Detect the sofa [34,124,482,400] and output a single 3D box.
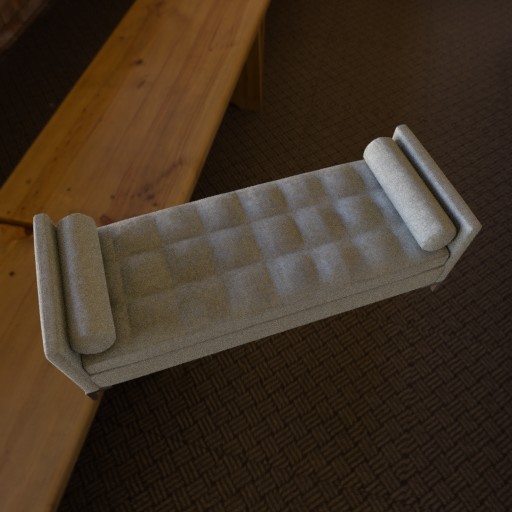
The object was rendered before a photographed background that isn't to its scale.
[{"bbox_3d":[0.000,0.000,2.444,2.102,0.657,0.797,-16,59,-10],"label":"sofa"}]
